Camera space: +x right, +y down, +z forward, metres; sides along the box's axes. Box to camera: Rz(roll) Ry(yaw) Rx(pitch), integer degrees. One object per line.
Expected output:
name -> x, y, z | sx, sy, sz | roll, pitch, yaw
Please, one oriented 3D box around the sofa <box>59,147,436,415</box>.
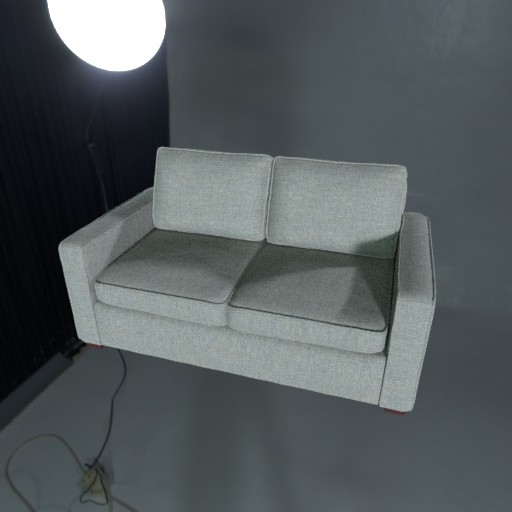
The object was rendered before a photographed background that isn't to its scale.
sofa -> 0.000, 0.000, 2.307 | 1.706, 0.915, 0.945 | 8, 28, 15
